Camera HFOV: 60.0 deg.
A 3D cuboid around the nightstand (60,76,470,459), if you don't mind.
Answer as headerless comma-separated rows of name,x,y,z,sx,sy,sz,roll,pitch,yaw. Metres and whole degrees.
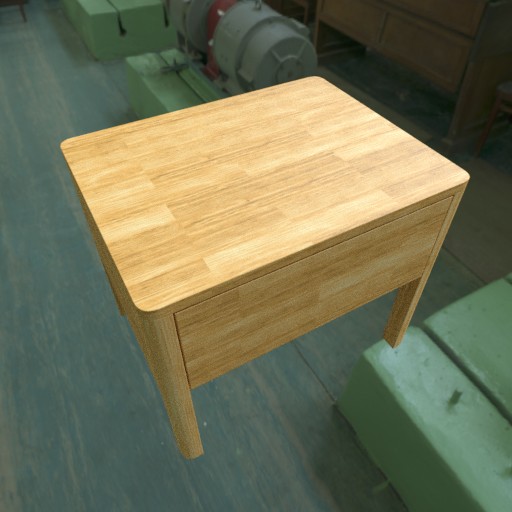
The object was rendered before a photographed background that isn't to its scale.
nightstand,0.000,0.000,0.916,0.560,0.470,0.440,-22,50,-20
